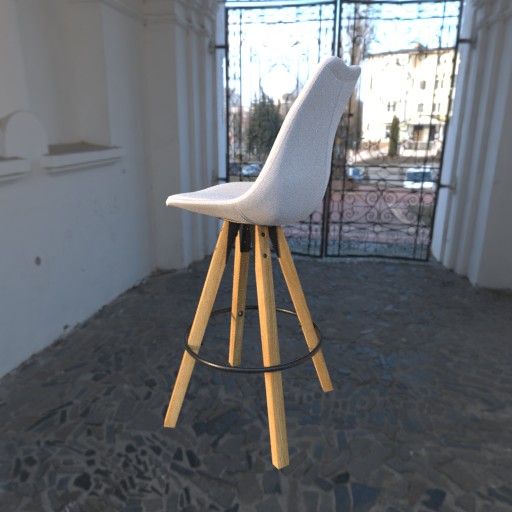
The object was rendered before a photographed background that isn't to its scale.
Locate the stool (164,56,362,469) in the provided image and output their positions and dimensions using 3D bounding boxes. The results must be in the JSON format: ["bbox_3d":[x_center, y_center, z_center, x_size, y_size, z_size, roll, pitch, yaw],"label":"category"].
[{"bbox_3d":[0.000,0.000,1.412,0.550,1.115,0.484,8,18,26],"label":"stool"}]
